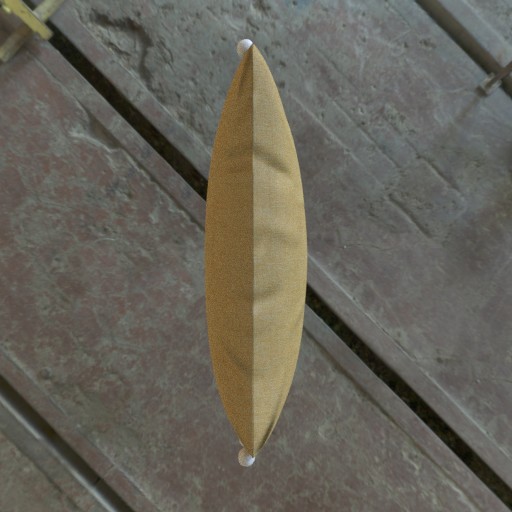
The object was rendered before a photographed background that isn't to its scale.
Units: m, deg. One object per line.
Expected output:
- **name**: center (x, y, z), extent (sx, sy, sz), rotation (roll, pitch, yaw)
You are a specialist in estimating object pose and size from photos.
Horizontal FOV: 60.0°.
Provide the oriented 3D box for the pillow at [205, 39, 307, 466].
- **pillow**: center (0.000, 0.000, 0.849), extent (0.201, 0.322, 0.709), rotation (0, 91, 1)
